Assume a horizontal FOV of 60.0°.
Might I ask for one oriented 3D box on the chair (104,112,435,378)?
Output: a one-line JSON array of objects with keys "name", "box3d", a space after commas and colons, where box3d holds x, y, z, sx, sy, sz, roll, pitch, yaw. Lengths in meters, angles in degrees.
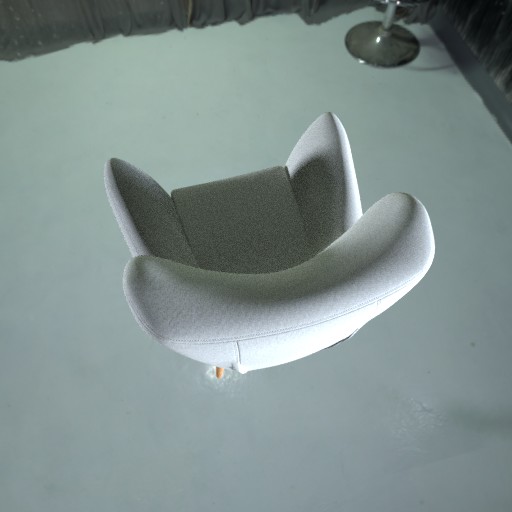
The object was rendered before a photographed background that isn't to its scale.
[{"name": "chair", "box3d": [0.000, 0.000, 1.563, 0.890, 0.889, 0.889, -14, 61, -8]}]
